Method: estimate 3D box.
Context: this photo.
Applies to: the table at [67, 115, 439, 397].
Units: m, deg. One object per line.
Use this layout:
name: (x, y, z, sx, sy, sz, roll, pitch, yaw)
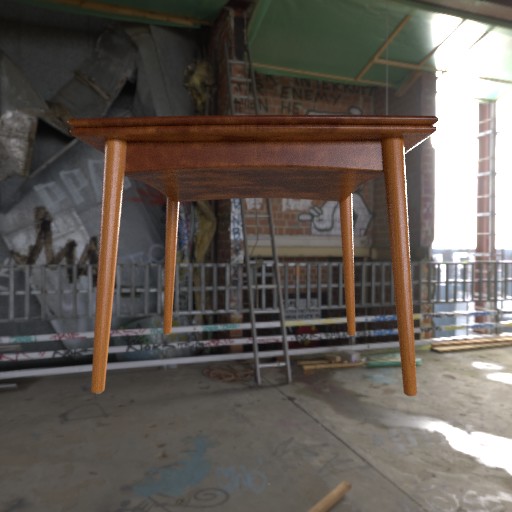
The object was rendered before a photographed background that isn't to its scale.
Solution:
table: (0.000, 0.000, 1.648, 0.991, 0.754, 0.991, 0, 1, 2)
